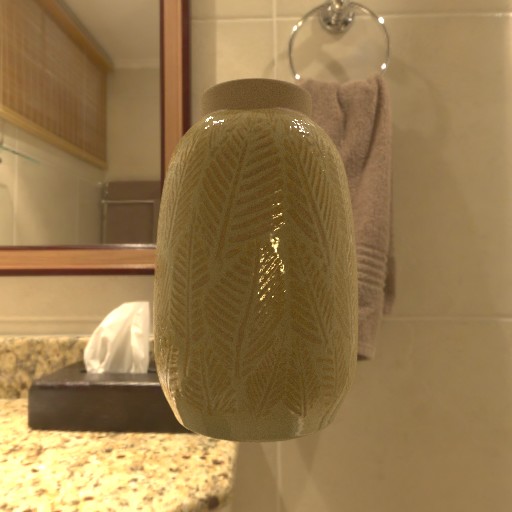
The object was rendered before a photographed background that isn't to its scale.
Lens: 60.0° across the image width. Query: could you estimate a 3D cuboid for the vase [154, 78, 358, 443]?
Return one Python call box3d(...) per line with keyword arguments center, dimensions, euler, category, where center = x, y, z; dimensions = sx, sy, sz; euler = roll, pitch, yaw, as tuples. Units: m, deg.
box3d(center=(0.000, 0.000, 0.383), dimensions=(0.172, 0.270, 0.172), euler=(0, -1, 0), category="vase")
